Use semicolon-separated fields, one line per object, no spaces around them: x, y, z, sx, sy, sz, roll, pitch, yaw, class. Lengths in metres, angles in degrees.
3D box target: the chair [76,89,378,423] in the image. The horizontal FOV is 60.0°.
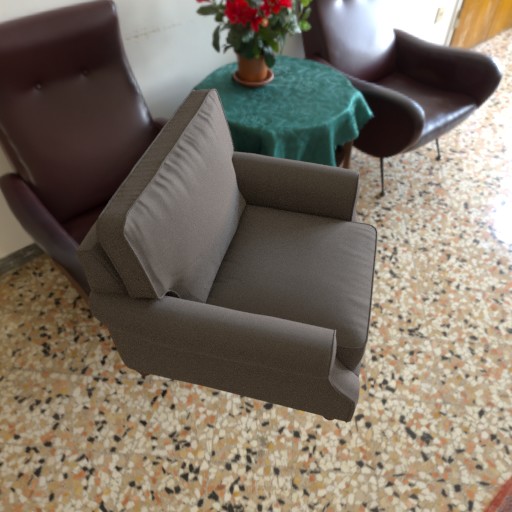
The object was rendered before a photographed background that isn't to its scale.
0.000;0.000;1.775;0.966;0.967;1.029;10;48;10;chair
